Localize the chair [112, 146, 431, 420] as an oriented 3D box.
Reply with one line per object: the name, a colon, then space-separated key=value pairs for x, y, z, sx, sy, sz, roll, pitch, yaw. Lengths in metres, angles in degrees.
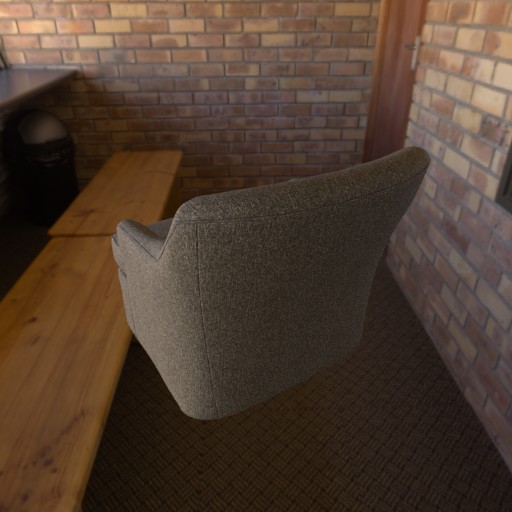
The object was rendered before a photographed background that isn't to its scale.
chair: x=0.000 y=0.000 z=1.580 sx=0.864 sy=0.856 sz=0.923 roll=-19 pitch=34 yaw=-30
